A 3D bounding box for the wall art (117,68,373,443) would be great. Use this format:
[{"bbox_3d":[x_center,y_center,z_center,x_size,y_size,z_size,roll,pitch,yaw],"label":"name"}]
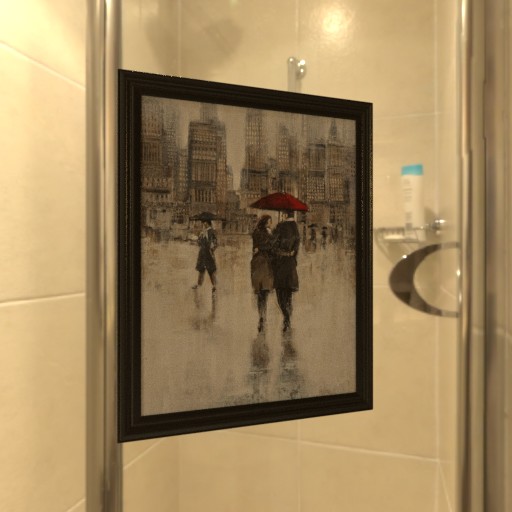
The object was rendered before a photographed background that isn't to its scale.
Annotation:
[{"bbox_3d":[0.000,0.000,1.587,0.950,1.194,0.053,0,0,-19],"label":"wall art"}]
